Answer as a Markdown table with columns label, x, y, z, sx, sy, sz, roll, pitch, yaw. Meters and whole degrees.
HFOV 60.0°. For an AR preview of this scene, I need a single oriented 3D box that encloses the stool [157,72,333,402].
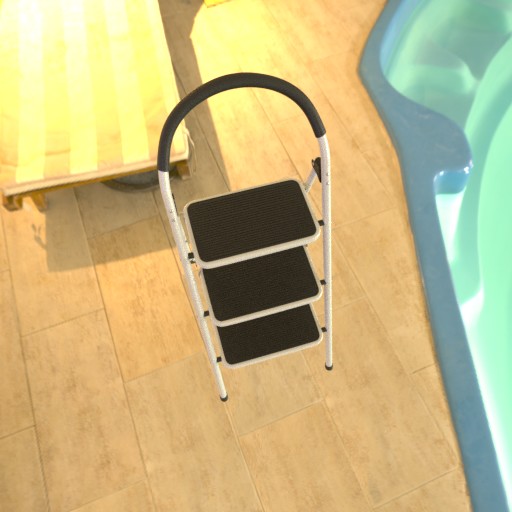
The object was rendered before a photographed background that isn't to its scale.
| label | x | y | z | sx | sy | sz | roll | pitch | yaw |
| --- | --- | --- | --- | --- | --- | --- | --- | --- | --- |
| stool | 0.000 | 0.000 | 1.484 | 0.485 | 1.109 | 0.676 | -14 | 64 | -7 |
